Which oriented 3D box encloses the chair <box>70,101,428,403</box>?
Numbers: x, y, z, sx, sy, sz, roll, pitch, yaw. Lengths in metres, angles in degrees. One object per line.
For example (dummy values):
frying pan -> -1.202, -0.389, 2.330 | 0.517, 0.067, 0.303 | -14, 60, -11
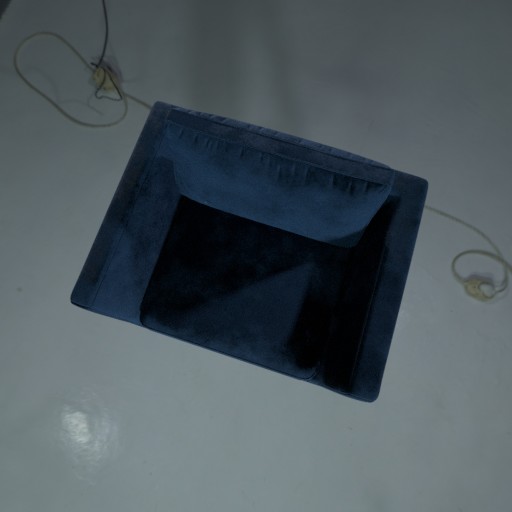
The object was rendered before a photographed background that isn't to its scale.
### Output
chair -> 0.000, 0.000, 1.614 | 0.977, 0.893, 0.746 | 17, 76, 4
